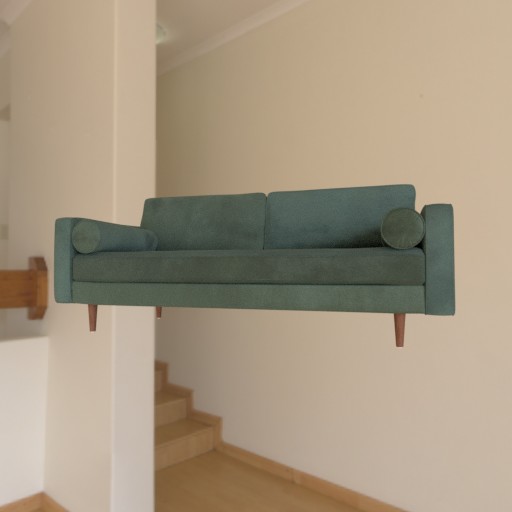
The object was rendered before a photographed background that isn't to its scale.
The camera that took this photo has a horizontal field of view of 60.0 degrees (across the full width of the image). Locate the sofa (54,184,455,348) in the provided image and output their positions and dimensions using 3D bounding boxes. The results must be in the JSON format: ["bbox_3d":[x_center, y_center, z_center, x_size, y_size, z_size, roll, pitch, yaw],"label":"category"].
[{"bbox_3d":[0.000,0.000,2.373,1.880,0.772,0.916,-1,-2,17],"label":"sofa"}]
